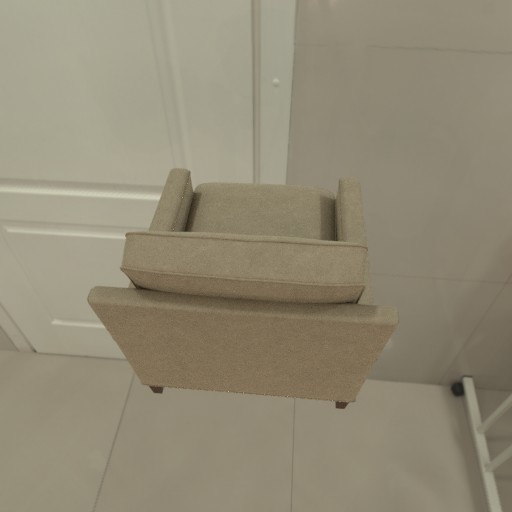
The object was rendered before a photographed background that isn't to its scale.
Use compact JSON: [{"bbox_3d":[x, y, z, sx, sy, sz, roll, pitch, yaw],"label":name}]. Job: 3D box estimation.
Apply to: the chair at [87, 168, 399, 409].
[{"bbox_3d":[0.000,0.000,1.761,0.853,0.943,1.014,4,48,3],"label":"chair"}]
